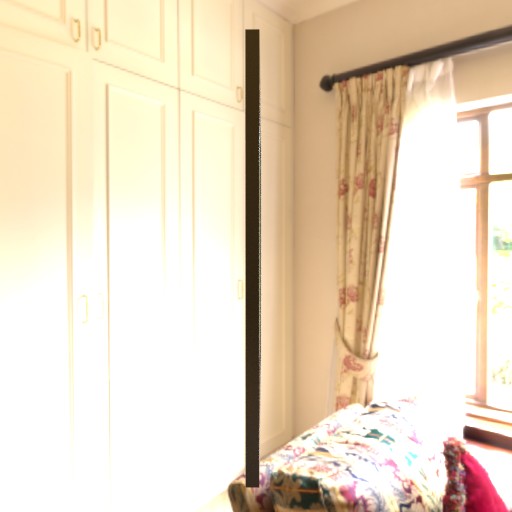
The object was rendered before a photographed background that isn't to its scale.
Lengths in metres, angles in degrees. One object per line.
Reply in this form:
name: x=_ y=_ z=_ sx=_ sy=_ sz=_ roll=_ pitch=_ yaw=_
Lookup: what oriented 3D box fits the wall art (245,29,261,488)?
wall art: x=0.000 y=0.000 z=0.652 sx=0.014 sy=0.445 sz=0.446 roll=0 pitch=1 yaw=1
